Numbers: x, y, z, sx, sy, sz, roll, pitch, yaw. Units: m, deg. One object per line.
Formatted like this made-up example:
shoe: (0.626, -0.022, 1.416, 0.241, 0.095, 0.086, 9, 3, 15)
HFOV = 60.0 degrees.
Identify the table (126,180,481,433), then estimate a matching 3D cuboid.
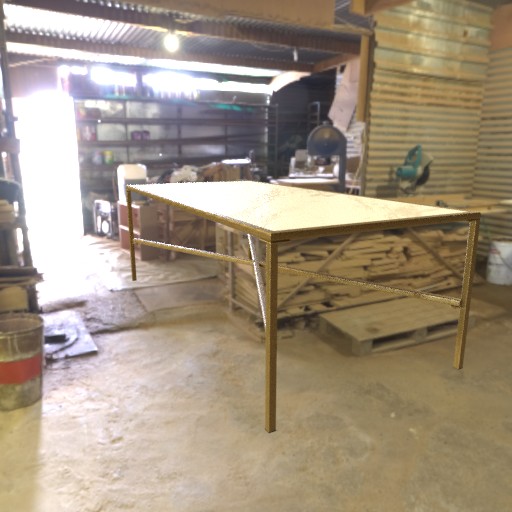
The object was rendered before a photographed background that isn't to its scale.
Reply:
table: (0.000, 0.000, 1.480, 0.577, 0.405, 1.197, -7, 15, -27)
